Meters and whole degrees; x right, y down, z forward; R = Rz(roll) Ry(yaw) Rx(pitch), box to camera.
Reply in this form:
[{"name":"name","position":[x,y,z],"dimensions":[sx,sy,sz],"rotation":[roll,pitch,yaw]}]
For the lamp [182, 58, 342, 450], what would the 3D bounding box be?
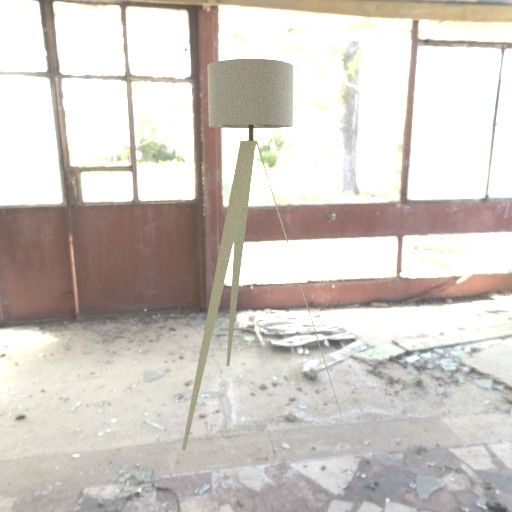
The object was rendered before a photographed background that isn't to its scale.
[{"name":"lamp","position":[0.000,0.000,1.886],"dimensions":[0.724,1.524,0.716],"rotation":[7,15,26]}]
